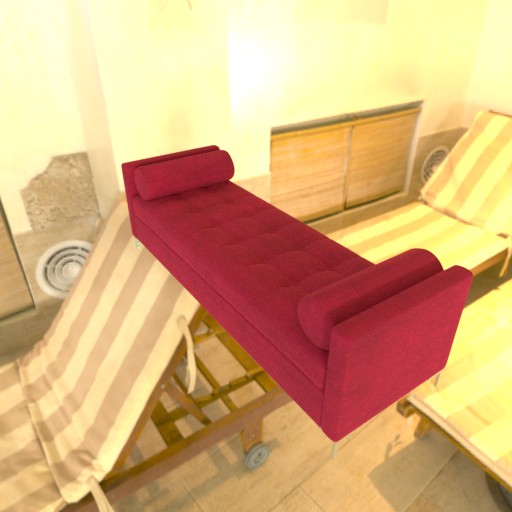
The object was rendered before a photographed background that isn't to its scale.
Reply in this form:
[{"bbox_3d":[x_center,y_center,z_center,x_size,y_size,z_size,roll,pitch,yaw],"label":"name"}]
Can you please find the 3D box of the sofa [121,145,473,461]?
[{"bbox_3d":[0.000,0.000,2.386,0.686,0.635,1.981,-20,37,-29],"label":"sofa"}]
